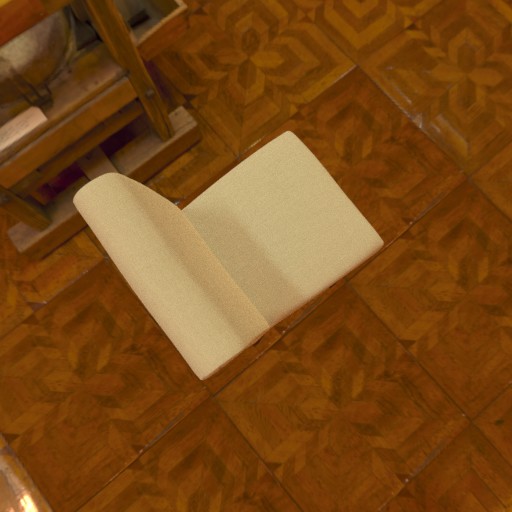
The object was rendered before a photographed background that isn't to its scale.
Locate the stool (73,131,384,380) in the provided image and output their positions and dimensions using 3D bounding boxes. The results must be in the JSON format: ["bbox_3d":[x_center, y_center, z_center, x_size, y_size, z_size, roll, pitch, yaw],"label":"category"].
[{"bbox_3d":[0.000,0.000,1.412,0.597,1.124,0.452,-37,80,-7],"label":"stool"}]
